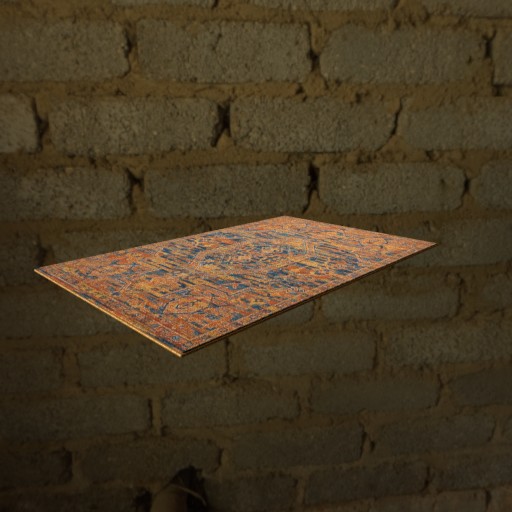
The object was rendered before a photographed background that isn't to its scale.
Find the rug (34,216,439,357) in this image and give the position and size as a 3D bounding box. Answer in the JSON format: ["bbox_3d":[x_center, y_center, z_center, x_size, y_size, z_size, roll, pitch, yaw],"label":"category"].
[{"bbox_3d":[0.000,0.000,1.107,0.557,0.008,0.863,16,22,42],"label":"rug"}]
